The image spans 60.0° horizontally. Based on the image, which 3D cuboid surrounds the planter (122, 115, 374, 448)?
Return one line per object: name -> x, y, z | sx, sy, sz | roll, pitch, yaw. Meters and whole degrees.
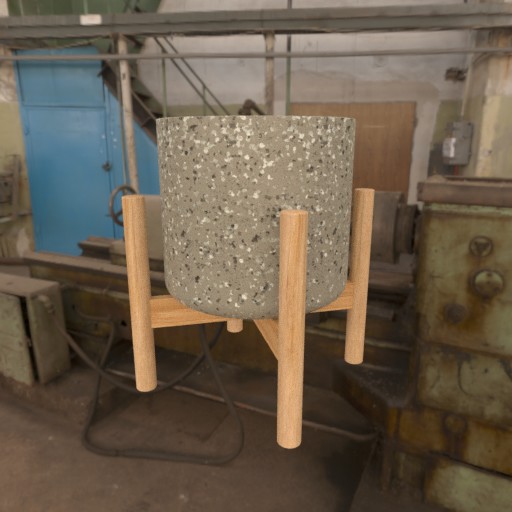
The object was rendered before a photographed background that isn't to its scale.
planter -> 0.000, 0.000, 0.546 | 0.284, 0.320, 0.284 | 2, 15, 8
